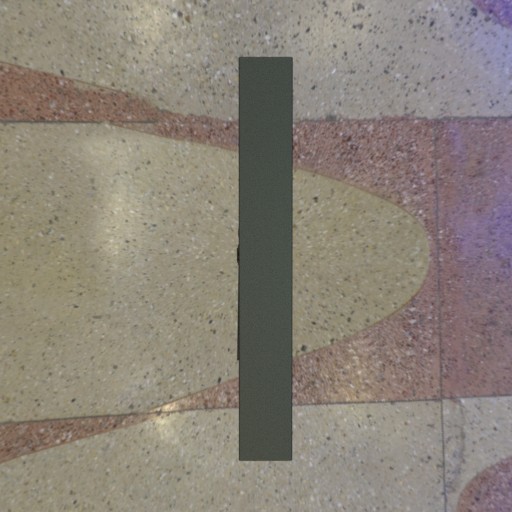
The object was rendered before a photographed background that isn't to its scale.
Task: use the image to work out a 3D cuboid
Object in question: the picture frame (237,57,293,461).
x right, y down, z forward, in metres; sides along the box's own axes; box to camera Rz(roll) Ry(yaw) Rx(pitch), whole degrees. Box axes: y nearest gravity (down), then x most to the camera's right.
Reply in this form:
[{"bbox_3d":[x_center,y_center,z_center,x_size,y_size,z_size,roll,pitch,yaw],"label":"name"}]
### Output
[{"bbox_3d":[0.000,0.000,0.276,0.028,0.208,0.157,0,91,0],"label":"picture frame"}]
